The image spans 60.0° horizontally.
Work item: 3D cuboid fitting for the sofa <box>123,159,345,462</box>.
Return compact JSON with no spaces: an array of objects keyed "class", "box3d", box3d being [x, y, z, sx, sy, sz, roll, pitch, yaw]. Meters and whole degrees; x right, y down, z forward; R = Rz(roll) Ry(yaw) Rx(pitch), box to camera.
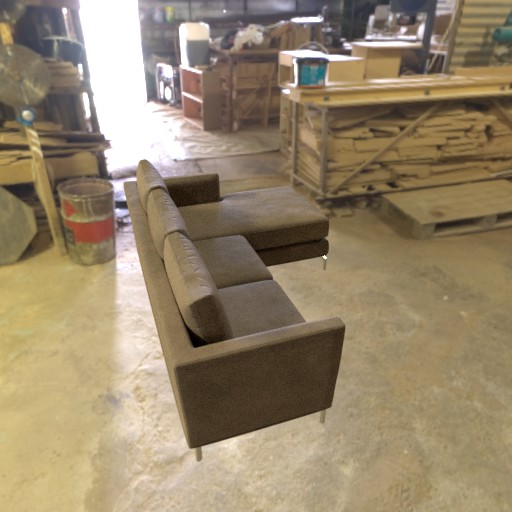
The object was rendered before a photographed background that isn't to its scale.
[{"class":"sofa","box3d":[0.000,0.000,3.259,1.622,0.987,2.438,-10,31,-17]}]
